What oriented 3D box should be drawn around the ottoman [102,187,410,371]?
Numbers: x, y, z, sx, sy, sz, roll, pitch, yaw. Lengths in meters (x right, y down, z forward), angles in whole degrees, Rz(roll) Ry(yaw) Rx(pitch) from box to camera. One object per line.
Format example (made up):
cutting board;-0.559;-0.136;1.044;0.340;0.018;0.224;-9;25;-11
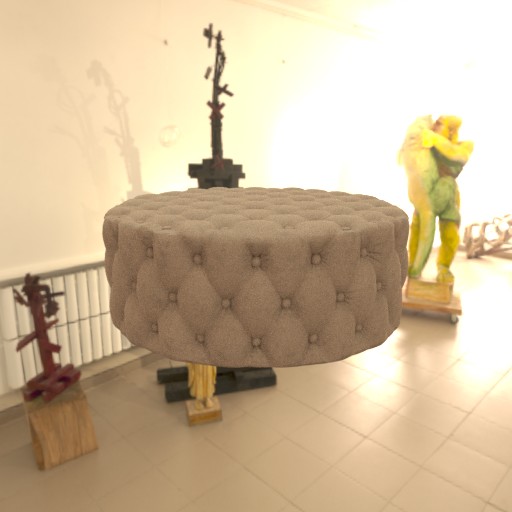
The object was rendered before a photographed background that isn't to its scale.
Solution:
ottoman;0.000;0.000;1.531;0.998;0.399;0.998;0;15;0
